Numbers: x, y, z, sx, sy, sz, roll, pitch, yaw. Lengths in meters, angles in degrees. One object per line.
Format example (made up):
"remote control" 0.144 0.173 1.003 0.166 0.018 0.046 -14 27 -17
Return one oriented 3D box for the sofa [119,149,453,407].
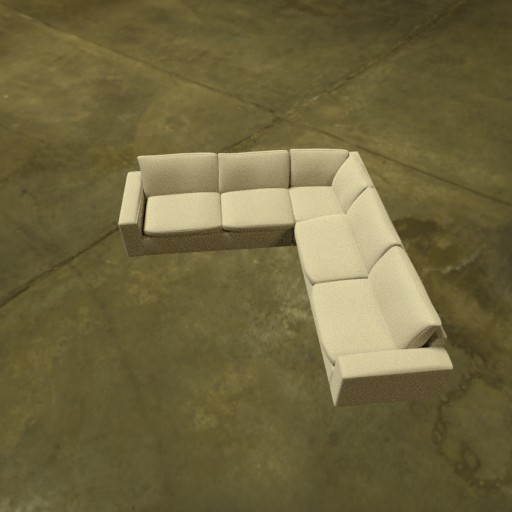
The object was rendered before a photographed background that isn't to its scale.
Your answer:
"sofa" 0.000 0.000 4.852 3.066 0.918 3.206 -4 45 -4
